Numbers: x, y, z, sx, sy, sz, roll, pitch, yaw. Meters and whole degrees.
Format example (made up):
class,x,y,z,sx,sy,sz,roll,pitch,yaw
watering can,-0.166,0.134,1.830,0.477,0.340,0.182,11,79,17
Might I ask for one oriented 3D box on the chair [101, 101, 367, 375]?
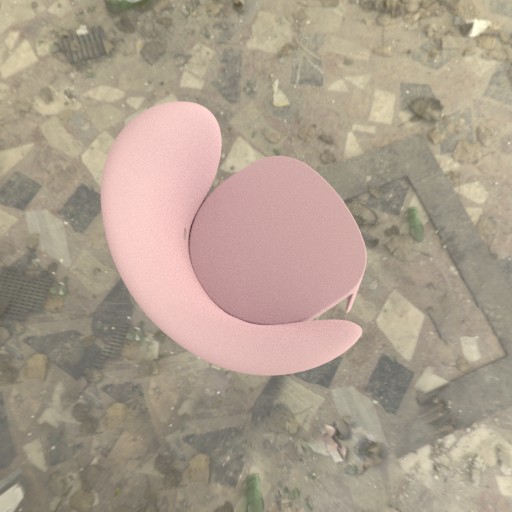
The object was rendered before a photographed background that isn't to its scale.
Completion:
class,x,y,z,sx,sy,sz,roll,pitch,yaw
chair,0.000,0.000,0.864,0.402,0.554,0.451,-32,78,-8
